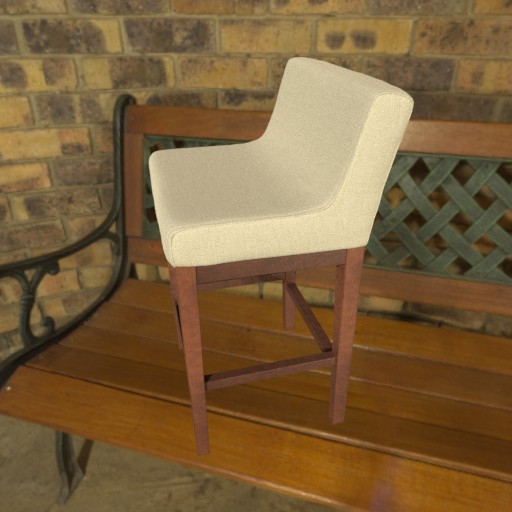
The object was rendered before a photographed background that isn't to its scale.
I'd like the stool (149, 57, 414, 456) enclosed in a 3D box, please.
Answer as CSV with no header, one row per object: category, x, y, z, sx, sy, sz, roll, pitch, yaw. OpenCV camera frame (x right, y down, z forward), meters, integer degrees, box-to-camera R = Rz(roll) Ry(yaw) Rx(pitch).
stool,0.000,0.000,1.204,0.500,0.937,0.511,-8,32,-13
